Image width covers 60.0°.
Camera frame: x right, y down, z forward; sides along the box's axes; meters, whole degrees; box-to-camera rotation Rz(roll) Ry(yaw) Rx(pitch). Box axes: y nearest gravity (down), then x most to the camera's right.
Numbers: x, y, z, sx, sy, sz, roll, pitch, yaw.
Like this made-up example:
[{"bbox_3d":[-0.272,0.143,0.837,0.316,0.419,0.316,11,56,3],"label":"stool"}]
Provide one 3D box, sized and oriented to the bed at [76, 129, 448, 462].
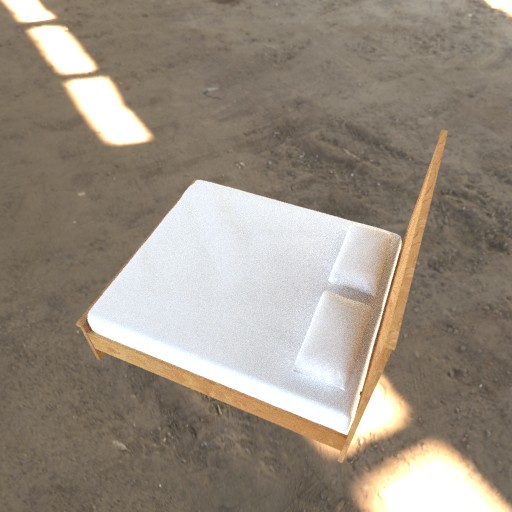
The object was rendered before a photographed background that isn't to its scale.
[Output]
[{"bbox_3d":[0.000,0.000,4.056,2.530,1.938,2.225,17,50,15],"label":"bed"}]
